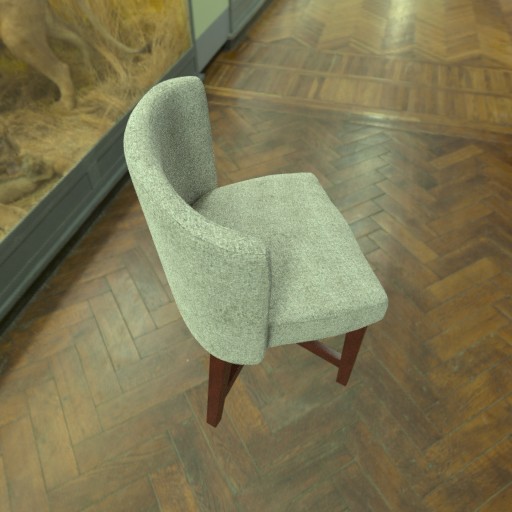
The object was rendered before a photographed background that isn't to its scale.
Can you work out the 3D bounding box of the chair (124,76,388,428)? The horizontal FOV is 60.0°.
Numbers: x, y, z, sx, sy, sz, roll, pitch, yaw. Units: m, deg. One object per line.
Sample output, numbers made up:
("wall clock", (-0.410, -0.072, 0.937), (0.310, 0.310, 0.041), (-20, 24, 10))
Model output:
("chair", (0.000, 0.000, 1.269), (0.575, 0.827, 0.728), (-11, 47, -10))
